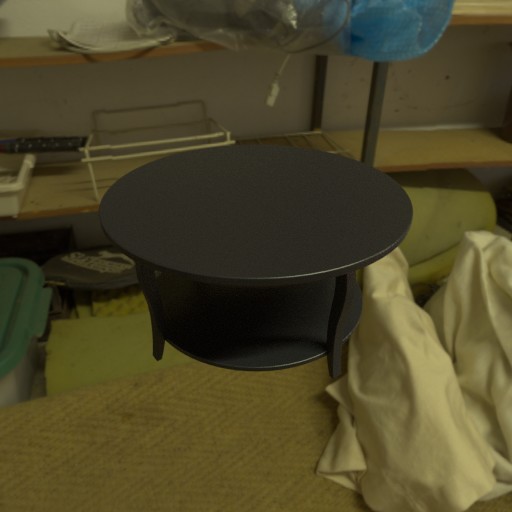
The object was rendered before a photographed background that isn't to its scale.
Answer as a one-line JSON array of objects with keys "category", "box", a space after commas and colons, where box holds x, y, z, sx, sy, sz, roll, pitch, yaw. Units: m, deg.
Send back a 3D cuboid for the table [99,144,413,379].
[{"category": "table", "box": [0.000, 0.000, 1.465, 0.914, 0.457, 0.914, 0, 32, 0]}]
